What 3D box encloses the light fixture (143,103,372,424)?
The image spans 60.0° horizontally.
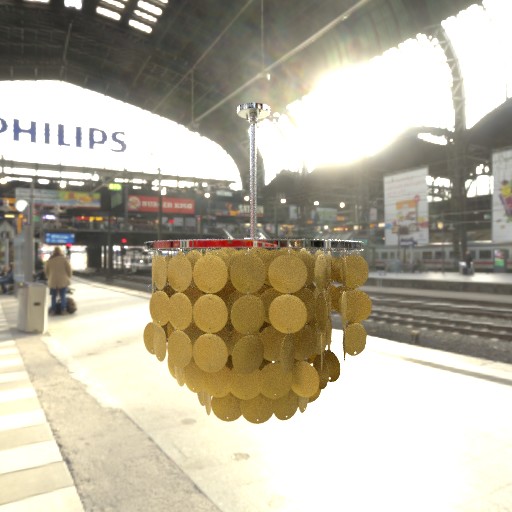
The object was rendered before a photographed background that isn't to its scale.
[{"bbox_3d":[0.000,0.000,0.733,0.368,0.492,0.368,0,0,0],"label":"light fixture"}]
